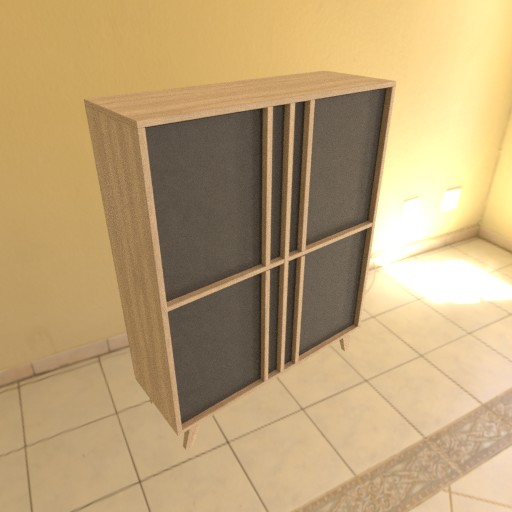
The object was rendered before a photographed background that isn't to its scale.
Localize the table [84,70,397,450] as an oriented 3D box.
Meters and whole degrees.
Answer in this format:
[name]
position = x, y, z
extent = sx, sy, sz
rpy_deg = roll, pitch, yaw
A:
[table]
position = 0.000, 0.000, 1.944
extent = 1.111, 1.388, 0.398
rpy_deg = -21, 36, -32
